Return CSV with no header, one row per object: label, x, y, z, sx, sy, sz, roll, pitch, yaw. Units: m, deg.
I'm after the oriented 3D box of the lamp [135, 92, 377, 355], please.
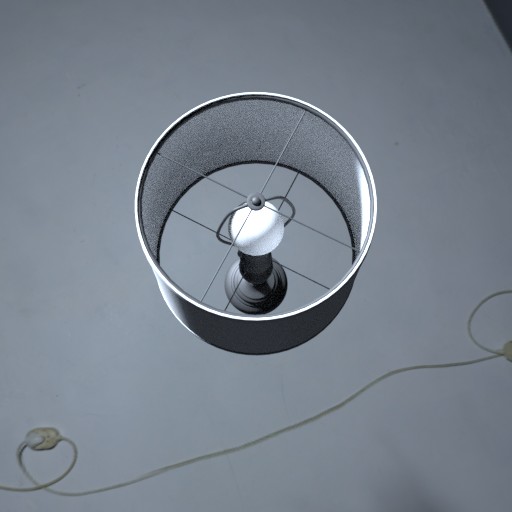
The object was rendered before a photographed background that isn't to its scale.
lamp,0.000,0.000,0.705,0.310,0.501,0.310,0,76,0
